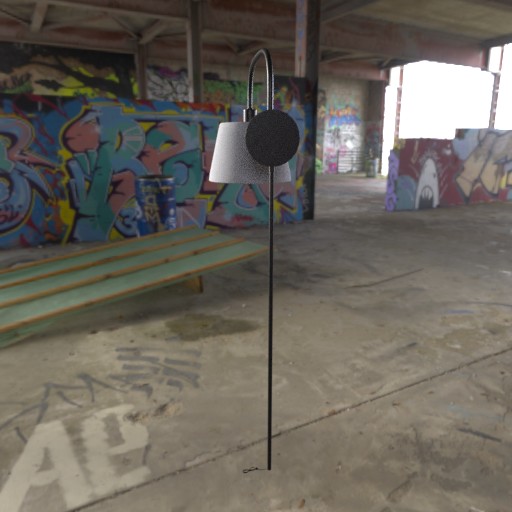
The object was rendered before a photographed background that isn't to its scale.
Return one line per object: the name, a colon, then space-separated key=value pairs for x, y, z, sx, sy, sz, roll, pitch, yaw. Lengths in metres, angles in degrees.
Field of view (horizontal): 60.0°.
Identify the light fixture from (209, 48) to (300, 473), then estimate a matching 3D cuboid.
light fixture: x=0.000 y=0.000 z=0.477 sx=0.092 sy=0.399 sz=0.176 roll=-2 pitch=14 yaw=-9
